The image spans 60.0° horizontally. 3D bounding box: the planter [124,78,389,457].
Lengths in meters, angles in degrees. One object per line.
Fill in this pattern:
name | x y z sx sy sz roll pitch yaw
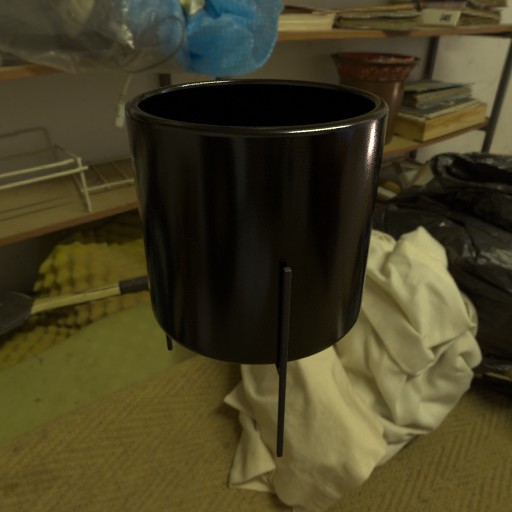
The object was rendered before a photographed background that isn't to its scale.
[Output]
planter | 0.000 0.000 0.628 0.310 0.432 0.310 19 35 29
